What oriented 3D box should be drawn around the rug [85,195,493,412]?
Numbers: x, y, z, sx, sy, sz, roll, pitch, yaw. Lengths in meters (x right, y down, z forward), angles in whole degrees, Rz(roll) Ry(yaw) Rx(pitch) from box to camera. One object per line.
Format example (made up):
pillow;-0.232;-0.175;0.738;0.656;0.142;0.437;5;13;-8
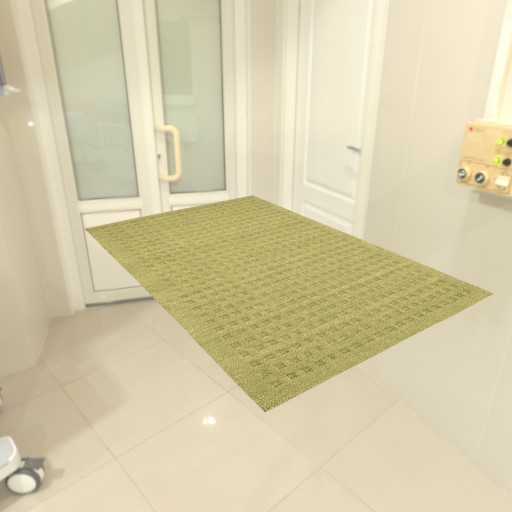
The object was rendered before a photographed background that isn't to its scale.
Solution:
rug;0.000;0.000;2.851;1.529;0.007;2.297;-16;29;-32
